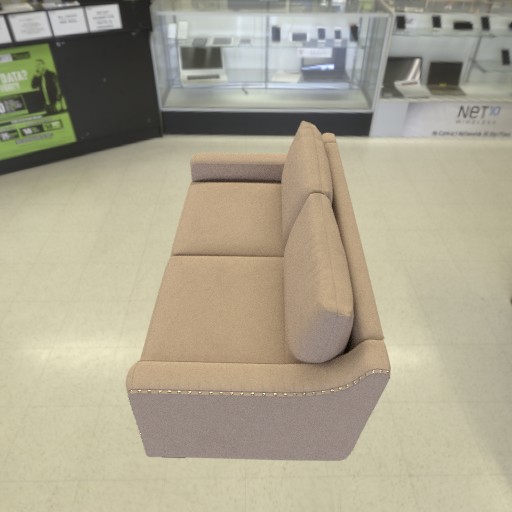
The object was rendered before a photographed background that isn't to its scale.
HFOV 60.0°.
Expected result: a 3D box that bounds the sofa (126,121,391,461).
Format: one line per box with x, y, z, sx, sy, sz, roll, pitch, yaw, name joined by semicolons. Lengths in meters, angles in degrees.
0.000;0.000;2.523;1.030;0.901;1.967;1;40;1;sofa
